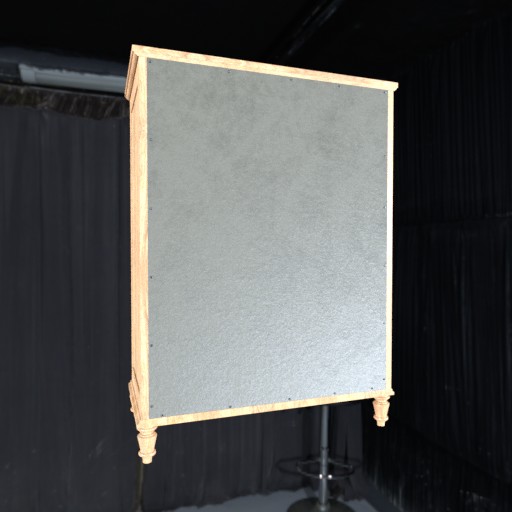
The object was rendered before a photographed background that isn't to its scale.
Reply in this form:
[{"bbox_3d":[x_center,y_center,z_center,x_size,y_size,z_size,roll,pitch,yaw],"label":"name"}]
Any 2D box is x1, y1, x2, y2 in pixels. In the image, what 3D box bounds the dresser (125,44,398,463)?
[{"bbox_3d":[0.000,0.000,1.764,0.973,1.318,0.484,0,1,-19],"label":"dresser"}]
